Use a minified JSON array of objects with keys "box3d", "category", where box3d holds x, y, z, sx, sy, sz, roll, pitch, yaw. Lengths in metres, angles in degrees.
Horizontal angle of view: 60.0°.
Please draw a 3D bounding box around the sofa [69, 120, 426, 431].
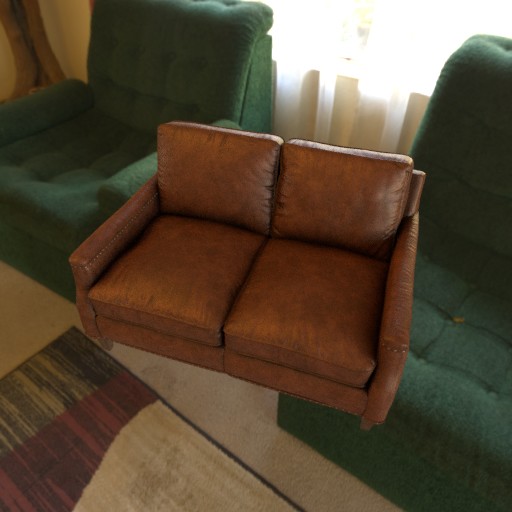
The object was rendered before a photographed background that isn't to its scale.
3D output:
[{"box3d":[0.000,0.000,2.335,1.628,1.003,1.083,13,43,14],"category":"sofa"}]
